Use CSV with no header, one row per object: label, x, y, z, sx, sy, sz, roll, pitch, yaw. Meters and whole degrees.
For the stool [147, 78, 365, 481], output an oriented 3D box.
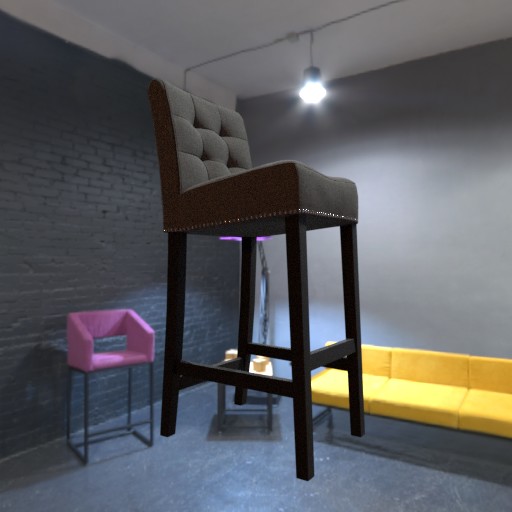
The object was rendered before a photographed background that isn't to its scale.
stool,0.000,0.000,1.325,0.548,1.047,0.411,0,-1,36
